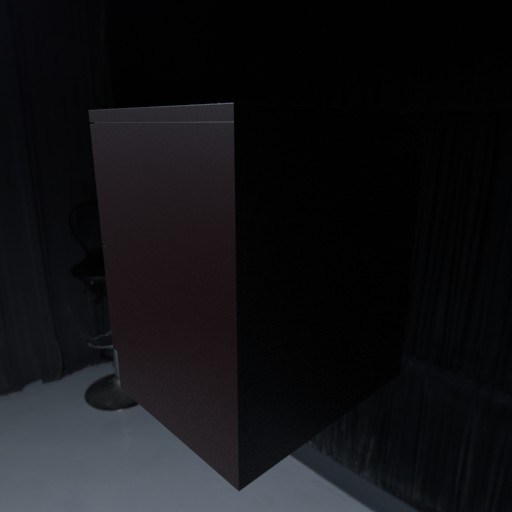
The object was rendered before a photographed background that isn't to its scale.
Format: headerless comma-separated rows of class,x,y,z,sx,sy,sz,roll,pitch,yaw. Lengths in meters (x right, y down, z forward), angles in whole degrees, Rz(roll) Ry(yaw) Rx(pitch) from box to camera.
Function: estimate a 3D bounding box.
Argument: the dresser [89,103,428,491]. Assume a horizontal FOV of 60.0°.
dresser,0.000,0.000,0.755,0.400,0.470,0.360,-15,22,-41
